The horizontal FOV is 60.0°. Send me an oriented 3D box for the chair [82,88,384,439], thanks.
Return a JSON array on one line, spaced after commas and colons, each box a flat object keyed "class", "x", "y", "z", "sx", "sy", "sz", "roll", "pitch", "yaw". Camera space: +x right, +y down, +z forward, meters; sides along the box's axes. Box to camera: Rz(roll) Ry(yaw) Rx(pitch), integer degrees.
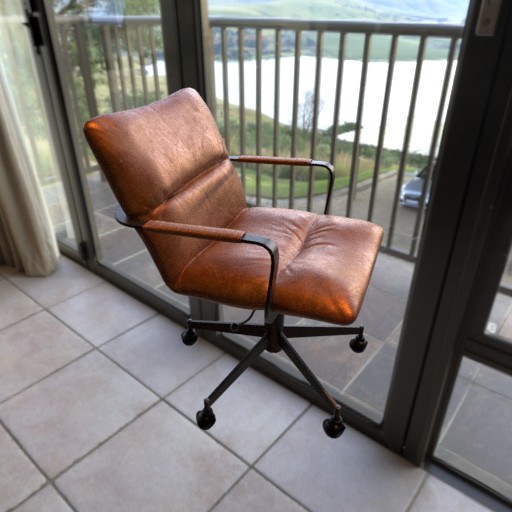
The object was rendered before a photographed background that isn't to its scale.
[{"class": "chair", "x": 0.000, "y": 0.000, "z": 1.437, "sx": 0.754, "sy": 0.922, "sz": 0.727, "roll": 11, "pitch": 32, "yaw": 18}]
